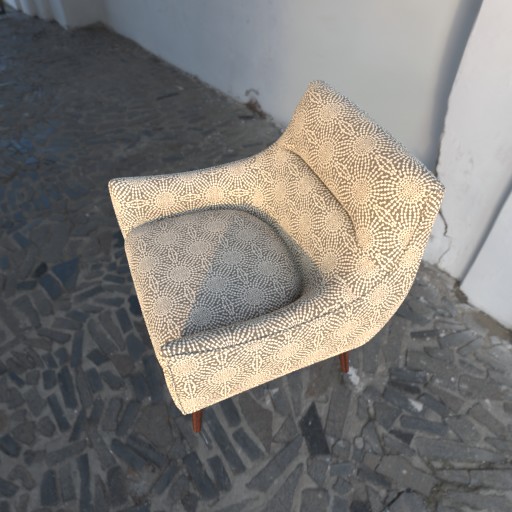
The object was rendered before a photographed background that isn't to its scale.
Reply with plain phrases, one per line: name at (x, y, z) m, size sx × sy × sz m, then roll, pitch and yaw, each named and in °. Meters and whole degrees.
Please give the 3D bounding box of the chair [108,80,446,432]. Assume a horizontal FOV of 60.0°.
chair at (0.000, 0.000, 1.450) m, size 0.787 × 0.838 × 0.762 m, roll -17°, pitch 49°, yaw -15°
